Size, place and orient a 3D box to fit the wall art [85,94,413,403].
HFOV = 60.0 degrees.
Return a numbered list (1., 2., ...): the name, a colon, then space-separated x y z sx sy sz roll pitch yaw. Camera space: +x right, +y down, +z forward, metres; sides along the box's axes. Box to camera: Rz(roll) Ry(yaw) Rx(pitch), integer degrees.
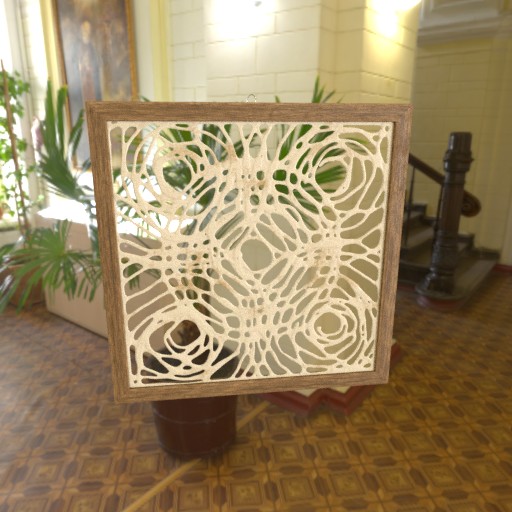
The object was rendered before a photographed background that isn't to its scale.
1. wall art: 0.000 0.000 0.834 0.561 0.576 0.021 -2 16 -7
